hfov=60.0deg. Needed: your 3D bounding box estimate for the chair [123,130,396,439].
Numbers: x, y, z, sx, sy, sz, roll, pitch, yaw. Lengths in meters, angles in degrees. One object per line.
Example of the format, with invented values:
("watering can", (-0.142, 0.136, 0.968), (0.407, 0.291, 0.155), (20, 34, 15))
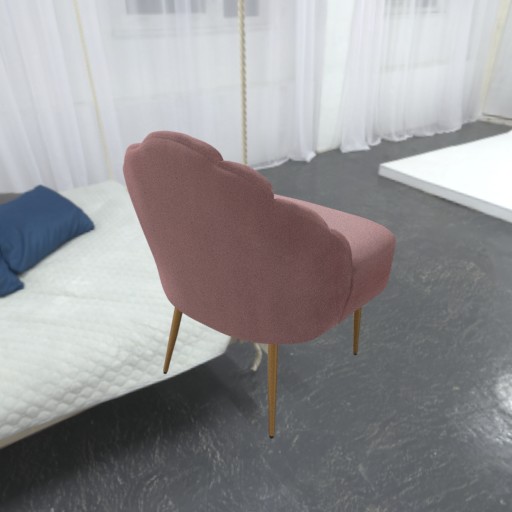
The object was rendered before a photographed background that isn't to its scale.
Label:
("chair", (0.000, 0.000, 1.283), (0.657, 0.819, 0.599), (20, 35, 31))
